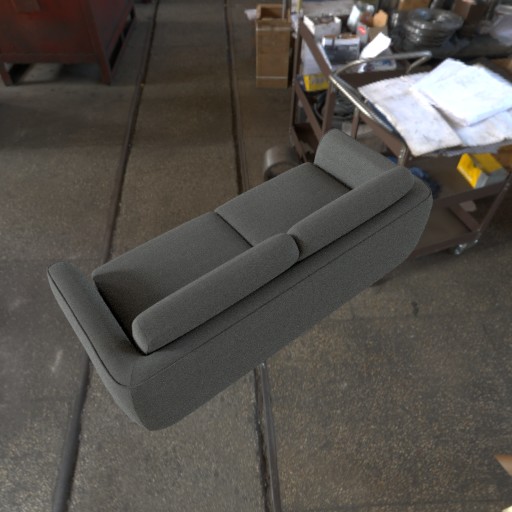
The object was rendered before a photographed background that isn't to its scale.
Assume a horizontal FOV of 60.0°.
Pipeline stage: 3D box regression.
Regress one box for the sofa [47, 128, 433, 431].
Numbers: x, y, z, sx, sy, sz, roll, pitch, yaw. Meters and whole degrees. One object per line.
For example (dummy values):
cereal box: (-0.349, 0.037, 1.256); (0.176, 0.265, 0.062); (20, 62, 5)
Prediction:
sofa: (0.000, 0.000, 2.476); (2.000, 0.850, 0.920); (-30, 56, -24)
